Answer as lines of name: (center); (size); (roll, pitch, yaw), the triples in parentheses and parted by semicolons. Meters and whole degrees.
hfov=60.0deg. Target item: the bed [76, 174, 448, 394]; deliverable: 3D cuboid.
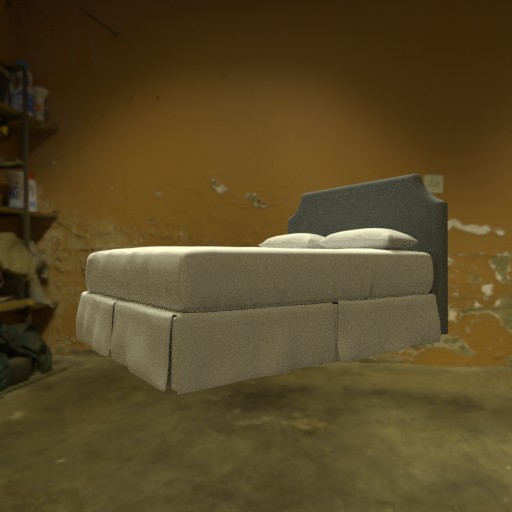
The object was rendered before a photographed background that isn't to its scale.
bed: (0.000, 0.000, 3.373); (2.259, 1.296, 1.811); (0, 0, -36)
